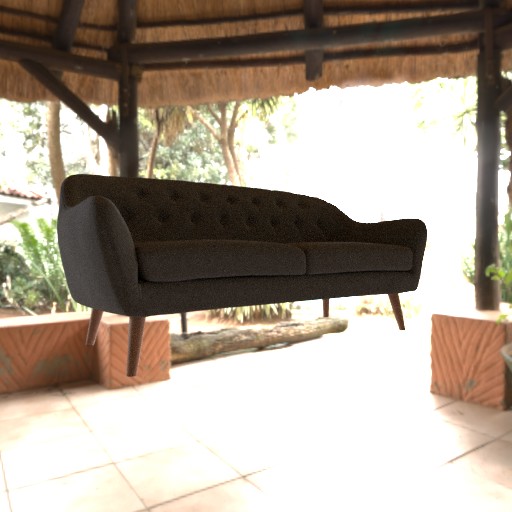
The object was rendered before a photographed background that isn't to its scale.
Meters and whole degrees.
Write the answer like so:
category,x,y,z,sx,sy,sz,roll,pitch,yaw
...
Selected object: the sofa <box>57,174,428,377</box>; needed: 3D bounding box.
category,x,y,z,sx,sy,sz,roll,pitch,yaw
sofa,0.000,0.000,2.257,1.840,0.820,0.820,-1,1,-35
